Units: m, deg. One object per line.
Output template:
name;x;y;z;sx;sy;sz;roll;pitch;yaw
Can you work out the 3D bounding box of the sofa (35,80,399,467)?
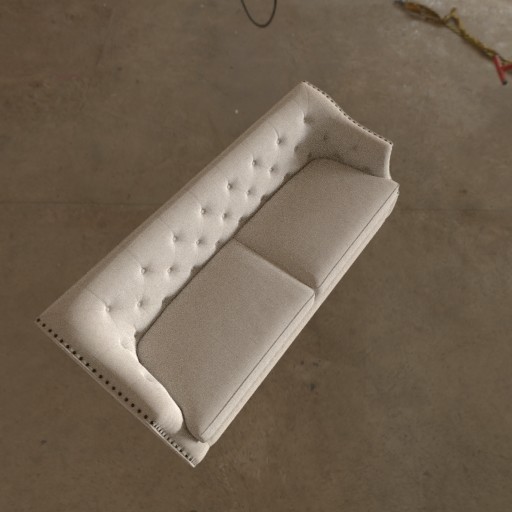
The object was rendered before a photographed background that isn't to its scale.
sofa;0.000;0.000;2.725;0.914;0.901;2.235;33;64;19
